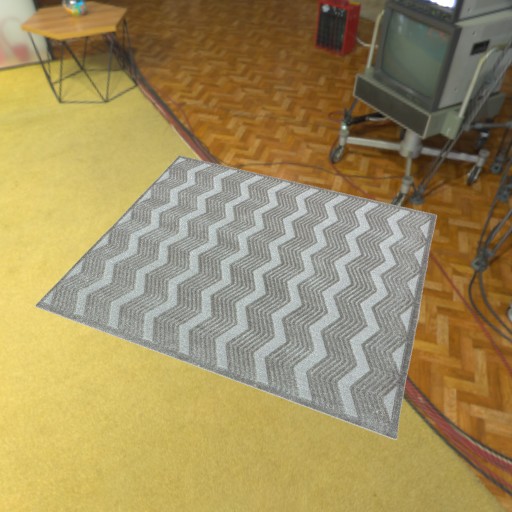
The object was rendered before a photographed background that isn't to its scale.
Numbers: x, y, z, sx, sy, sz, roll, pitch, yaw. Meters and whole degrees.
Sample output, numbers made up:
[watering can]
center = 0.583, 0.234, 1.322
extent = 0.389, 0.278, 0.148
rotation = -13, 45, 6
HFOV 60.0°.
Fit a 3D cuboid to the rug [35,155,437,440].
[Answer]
[rug]
center = 0.000, 0.000, 3.961
extent = 2.880, 0.005, 2.391
rotation = 16, 47, 15
